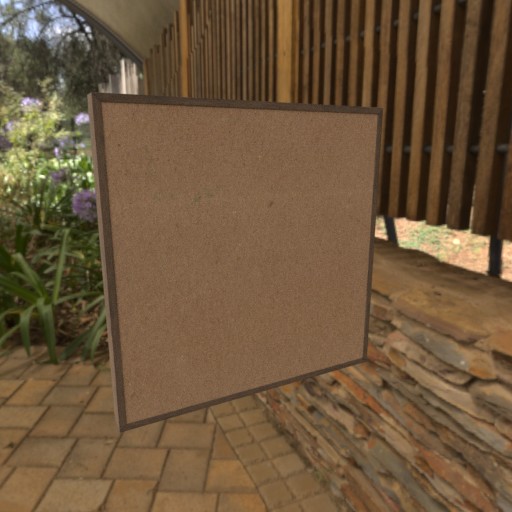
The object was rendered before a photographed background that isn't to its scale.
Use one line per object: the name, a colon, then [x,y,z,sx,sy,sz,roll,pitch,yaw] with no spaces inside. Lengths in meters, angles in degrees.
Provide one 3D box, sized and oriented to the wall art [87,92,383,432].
wall art: [0.000,0.000,0.772,0.508,0.508,0.038,-7,16,-27]
